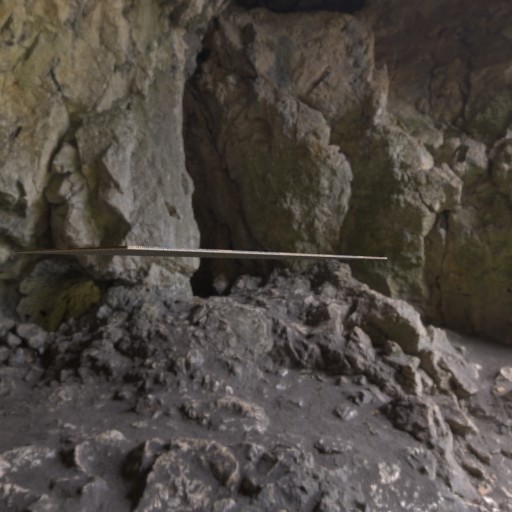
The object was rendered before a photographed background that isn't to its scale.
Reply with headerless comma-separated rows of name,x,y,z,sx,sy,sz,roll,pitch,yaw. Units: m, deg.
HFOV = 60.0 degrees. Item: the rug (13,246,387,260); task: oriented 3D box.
rug,0.000,0.000,2.453,0.687,0.011,2.287,-1,-2,35
